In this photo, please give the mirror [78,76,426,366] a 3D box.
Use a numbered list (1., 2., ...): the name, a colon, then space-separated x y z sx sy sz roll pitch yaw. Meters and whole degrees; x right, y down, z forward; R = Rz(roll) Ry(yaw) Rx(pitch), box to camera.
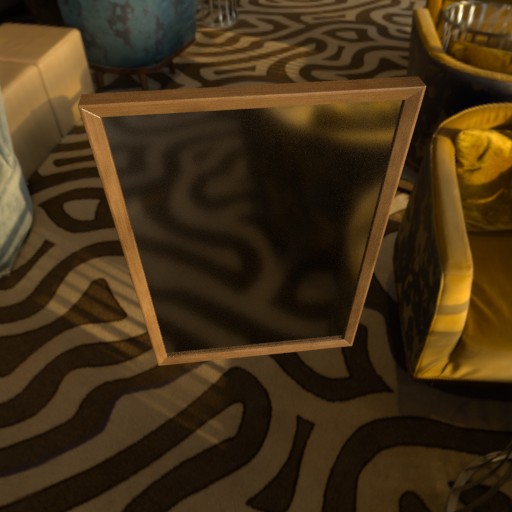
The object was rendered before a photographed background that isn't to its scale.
1. mirror: 0.000 0.000 0.910 0.508 0.711 0.039 -5 46 -5
